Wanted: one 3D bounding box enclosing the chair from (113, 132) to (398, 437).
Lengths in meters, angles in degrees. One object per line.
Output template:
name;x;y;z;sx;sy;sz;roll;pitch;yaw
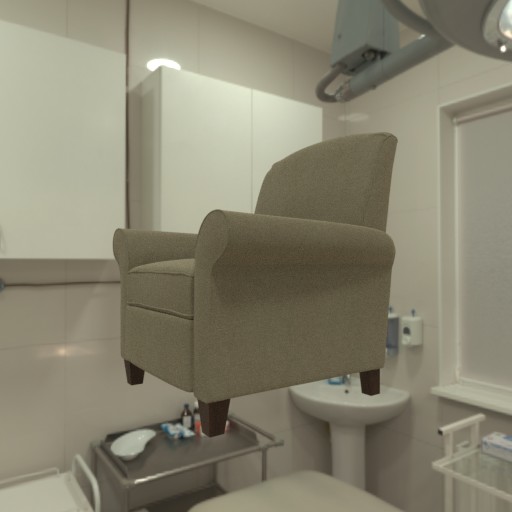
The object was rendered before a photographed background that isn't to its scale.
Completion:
chair;0.000;0.000;1.807;0.905;1.061;0.978;0;-1;-35
